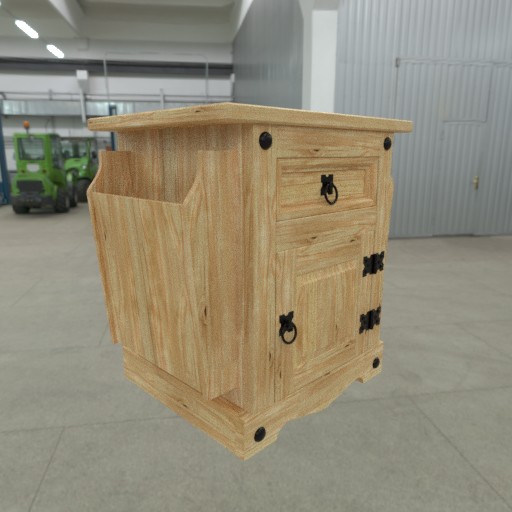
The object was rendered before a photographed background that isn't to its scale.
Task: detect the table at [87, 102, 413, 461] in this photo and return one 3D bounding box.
[{"bbox_3d":[0.000,0.000,0.874,0.530,0.515,0.380,-13,18,-43],"label":"table"}]
